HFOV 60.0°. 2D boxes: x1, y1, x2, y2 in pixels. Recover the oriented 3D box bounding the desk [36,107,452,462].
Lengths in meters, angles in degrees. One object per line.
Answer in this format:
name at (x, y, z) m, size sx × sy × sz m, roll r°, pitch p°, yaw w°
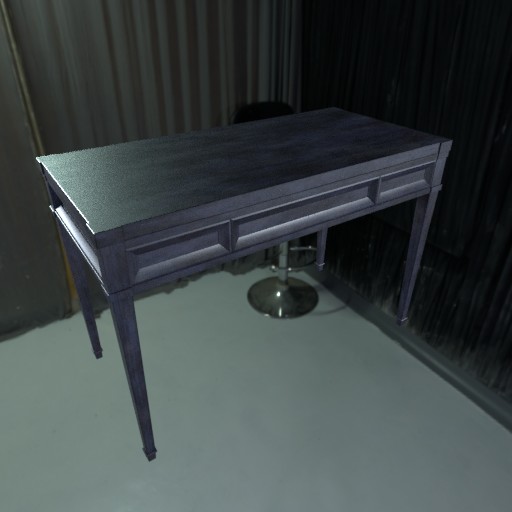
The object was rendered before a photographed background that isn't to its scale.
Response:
desk at (0.000, 0.000, 1.737) m, size 1.289 × 0.861 × 0.630 m, roll -19°, pitch 36°, yaw -29°
